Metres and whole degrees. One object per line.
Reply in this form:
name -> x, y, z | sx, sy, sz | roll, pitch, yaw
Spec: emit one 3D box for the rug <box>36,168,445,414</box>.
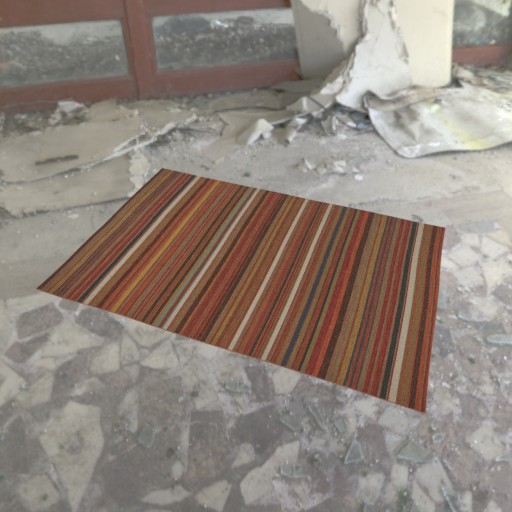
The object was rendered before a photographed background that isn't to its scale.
rug -> 0.000, 0.000, 2.325 | 1.828, 0.007, 1.217 | 14, 43, 16
